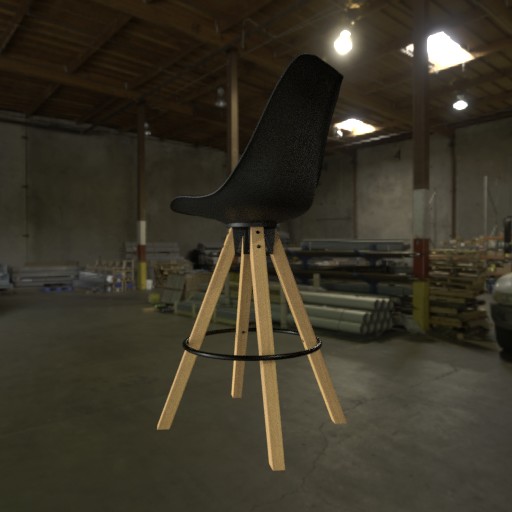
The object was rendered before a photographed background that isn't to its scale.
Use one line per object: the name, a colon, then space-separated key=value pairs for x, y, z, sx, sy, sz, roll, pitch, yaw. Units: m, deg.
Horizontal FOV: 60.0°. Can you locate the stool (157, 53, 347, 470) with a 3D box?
stool: x=0.000 y=0.000 z=1.446 sx=0.550 sy=1.115 sz=0.485 roll=1 pitch=1 yaw=36
